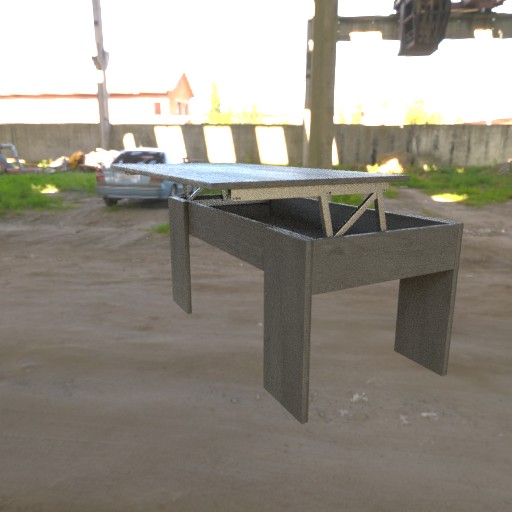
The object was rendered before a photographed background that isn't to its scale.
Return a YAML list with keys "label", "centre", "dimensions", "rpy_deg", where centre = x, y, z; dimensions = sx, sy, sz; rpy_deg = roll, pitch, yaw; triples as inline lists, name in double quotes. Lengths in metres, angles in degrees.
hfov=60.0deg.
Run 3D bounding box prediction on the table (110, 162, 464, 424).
- label: "table"
  centre: [0.000, 0.000, 1.462]
  dimensions: [0.711, 0.570, 1.000]
  rpy_deg: [-7, 15, -27]
